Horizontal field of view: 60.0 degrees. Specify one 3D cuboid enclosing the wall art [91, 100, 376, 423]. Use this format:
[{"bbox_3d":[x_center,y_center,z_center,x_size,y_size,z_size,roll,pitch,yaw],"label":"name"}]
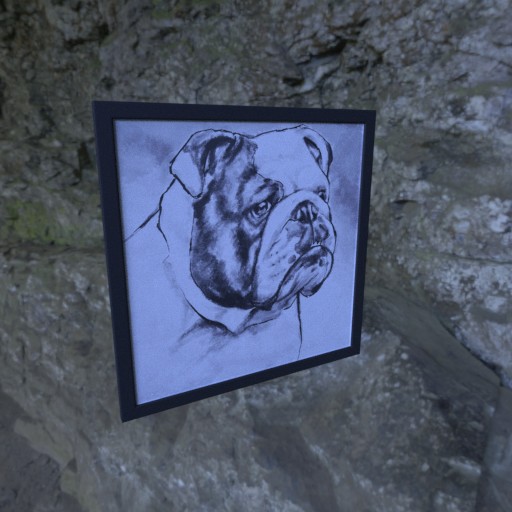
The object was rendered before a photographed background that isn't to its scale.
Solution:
[{"bbox_3d":[0.000,0.000,0.870,0.562,0.558,0.012,-8,17,-27],"label":"wall art"}]
